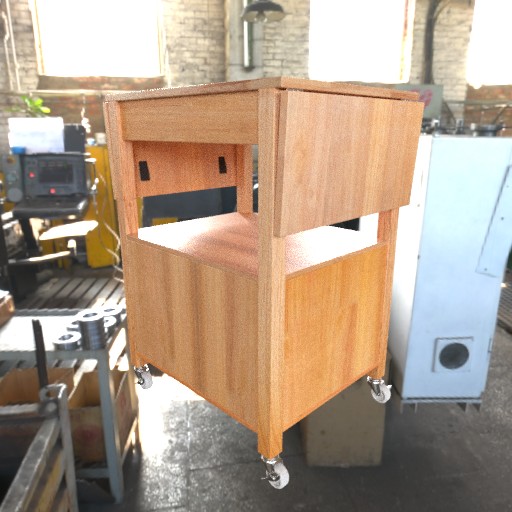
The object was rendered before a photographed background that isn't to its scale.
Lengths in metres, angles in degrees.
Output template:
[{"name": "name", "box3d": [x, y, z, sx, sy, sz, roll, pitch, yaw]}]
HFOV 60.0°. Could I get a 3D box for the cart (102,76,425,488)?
[{"name": "cart", "box3d": [0.000, 0.000, 1.216, 0.640, 0.838, 0.508, 15, 22, 43]}]
